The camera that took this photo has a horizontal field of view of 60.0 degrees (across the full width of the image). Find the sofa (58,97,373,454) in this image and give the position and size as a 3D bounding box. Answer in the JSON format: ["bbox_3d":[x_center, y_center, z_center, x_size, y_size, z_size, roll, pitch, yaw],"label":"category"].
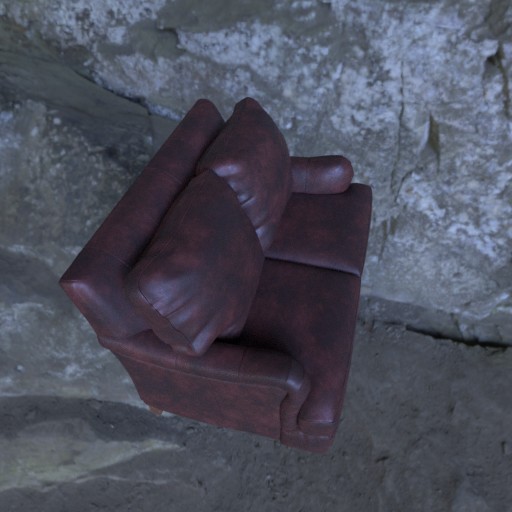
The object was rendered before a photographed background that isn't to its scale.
[{"bbox_3d":[0.000,0.000,2.366,1.148,1.070,1.628,11,47,11],"label":"sofa"}]
